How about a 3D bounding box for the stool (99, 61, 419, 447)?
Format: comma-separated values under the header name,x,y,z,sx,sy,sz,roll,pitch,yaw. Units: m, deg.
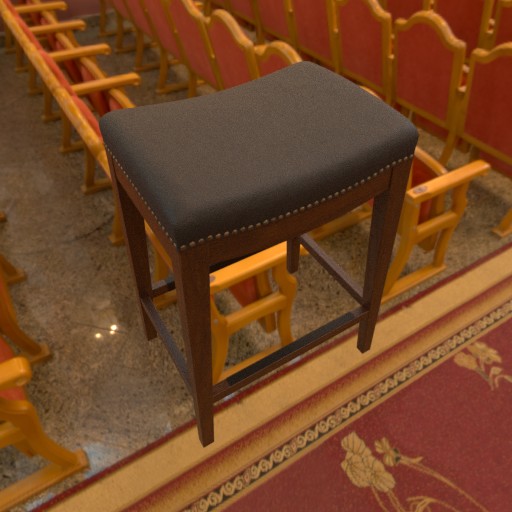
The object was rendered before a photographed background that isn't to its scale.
name,x,y,z,sx,sy,sz,roll,pitch,yaw
stool,0.000,0.000,0.950,0.490,0.664,0.353,-24,50,-21
